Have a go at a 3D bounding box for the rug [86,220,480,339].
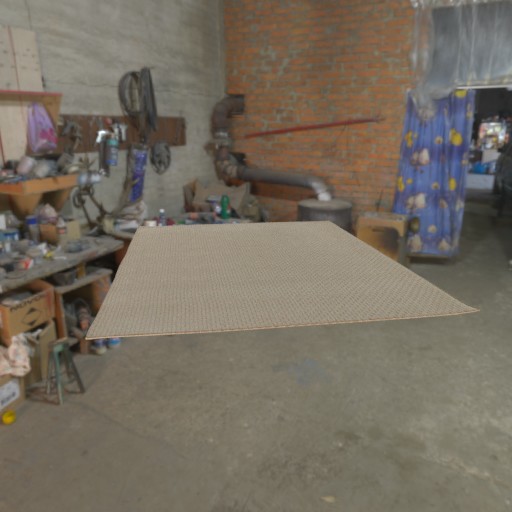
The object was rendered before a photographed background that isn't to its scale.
[{"bbox_3d":[0.000,0.000,3.865,2.277,0.035,2.897,-2,16,-9],"label":"rug"}]
